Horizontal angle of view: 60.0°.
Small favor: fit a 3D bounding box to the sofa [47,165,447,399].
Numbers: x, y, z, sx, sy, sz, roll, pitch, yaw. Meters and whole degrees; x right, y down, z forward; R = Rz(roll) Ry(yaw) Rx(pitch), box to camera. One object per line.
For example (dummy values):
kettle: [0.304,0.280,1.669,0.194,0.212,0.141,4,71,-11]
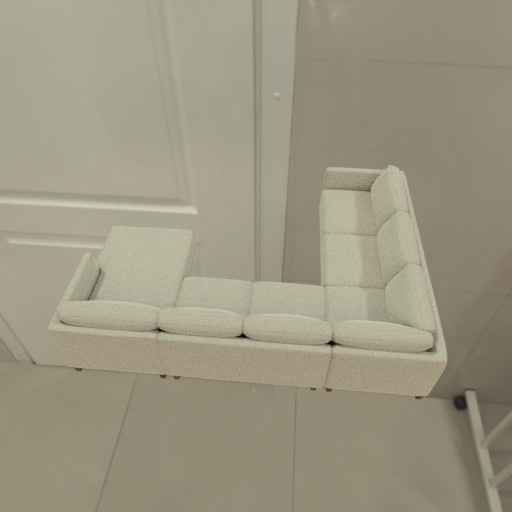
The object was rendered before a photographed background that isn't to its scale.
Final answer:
sofa: [0.000,0.000,4.553,3.238,0.853,2.551,4,46,4]
